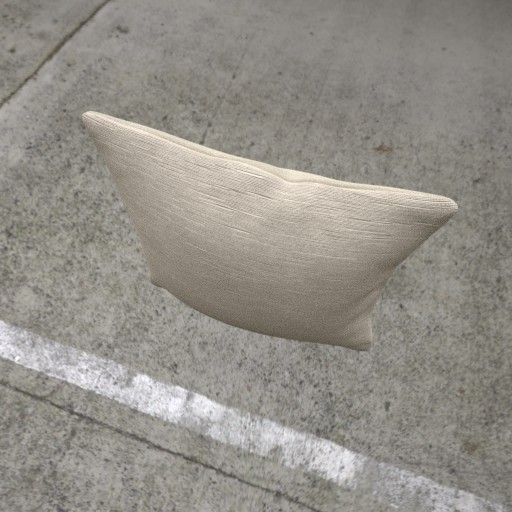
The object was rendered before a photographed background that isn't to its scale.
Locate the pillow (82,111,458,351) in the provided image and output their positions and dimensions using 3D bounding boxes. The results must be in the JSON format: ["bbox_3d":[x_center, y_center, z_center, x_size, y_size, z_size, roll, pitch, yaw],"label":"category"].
[{"bbox_3d":[0.000,0.000,0.661,0.437,0.420,0.162,16,59,10],"label":"pillow"}]
